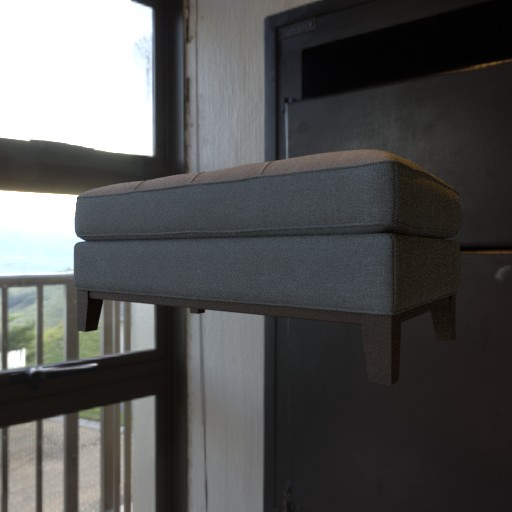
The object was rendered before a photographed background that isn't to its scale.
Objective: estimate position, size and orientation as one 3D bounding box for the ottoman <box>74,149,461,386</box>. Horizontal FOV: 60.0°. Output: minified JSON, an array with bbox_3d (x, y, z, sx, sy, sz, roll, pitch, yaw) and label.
[{"bbox_3d":[0.000,0.000,1.447,1.143,0.514,0.648,0,0,36],"label":"ottoman"}]
